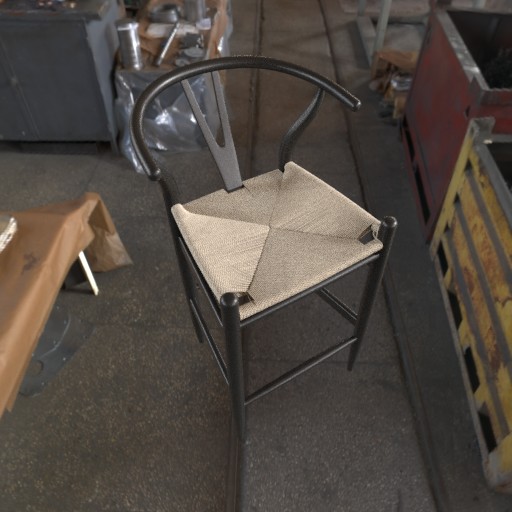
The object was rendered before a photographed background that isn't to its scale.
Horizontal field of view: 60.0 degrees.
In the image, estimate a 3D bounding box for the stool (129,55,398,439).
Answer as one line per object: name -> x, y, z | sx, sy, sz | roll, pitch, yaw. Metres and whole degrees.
stool -> 0.000, 0.000, 1.340 | 0.569, 0.970, 0.579 | -24, 51, -21
